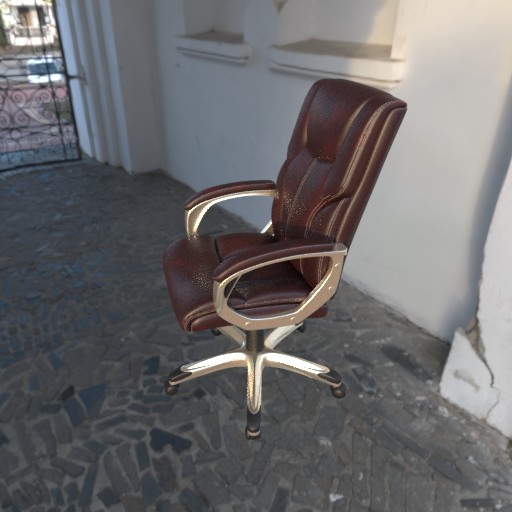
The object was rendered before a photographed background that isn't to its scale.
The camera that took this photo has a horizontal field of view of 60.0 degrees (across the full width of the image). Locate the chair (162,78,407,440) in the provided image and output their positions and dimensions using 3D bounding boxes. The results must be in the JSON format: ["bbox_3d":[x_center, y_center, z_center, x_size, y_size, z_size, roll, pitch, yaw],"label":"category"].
[{"bbox_3d":[0.000,0.000,1.549,0.739,1.107,0.662,-9,31,-15],"label":"chair"}]
